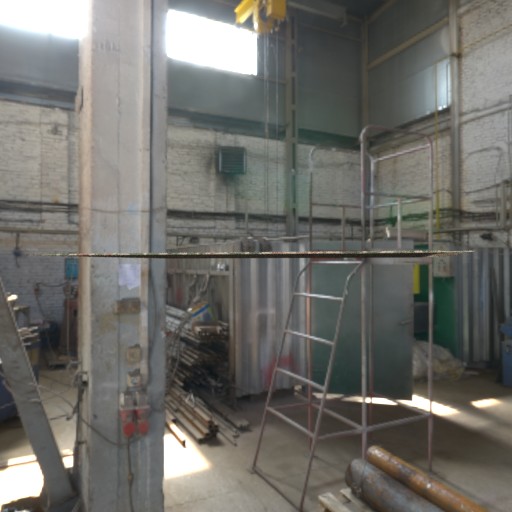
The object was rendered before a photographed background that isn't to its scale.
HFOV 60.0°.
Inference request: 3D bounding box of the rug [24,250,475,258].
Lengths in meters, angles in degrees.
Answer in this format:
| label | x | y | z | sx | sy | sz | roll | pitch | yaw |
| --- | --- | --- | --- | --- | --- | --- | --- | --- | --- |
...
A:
| label | x | y | z | sx | sy | sz | roll | pitch | yaw |
| --- | --- | --- | --- | --- | --- | --- | --- | --- | --- |
| rug | 0.000 | 0.000 | 2.954 | 2.438 | 0.011 | 1.524 | 0 | -1 | 17 |
